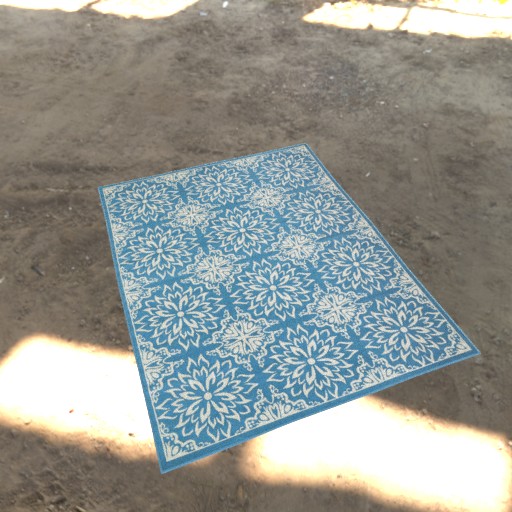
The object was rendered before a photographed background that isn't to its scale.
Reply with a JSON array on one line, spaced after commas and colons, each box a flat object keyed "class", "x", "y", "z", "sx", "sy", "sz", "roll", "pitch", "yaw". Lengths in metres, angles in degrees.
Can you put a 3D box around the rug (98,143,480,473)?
[{"class": "rug", "x": 0.000, "y": 0.000, "z": 3.867, "sx": 2.350, "sy": 0.018, "sz": 2.964, "roll": -15, "pitch": 48, "yaw": -14}]
